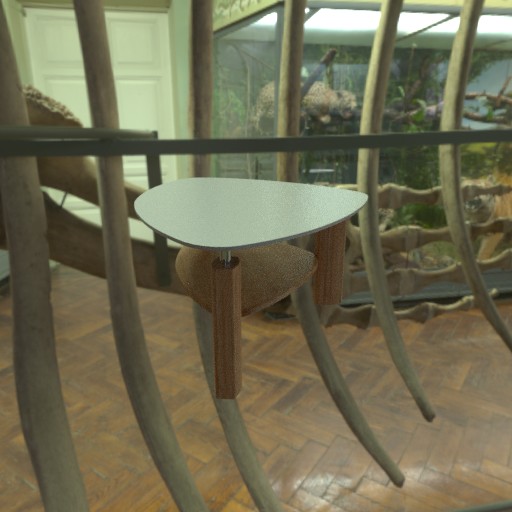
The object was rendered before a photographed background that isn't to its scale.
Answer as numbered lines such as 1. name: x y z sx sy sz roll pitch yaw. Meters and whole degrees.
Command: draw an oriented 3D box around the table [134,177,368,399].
1. table: 0.000 0.000 1.665 0.850 0.440 1.250 -3 17 -10
